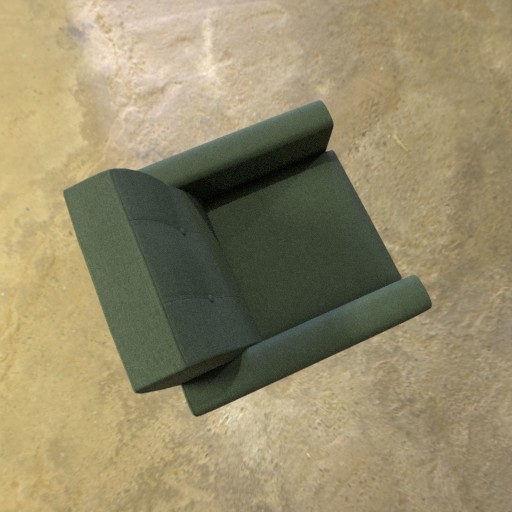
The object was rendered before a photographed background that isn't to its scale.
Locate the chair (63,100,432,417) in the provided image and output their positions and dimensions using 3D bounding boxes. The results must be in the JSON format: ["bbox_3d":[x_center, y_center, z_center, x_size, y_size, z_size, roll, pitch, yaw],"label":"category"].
[{"bbox_3d":[0.000,0.000,1.558,0.909,0.841,0.831,-23,77,-6],"label":"chair"}]
